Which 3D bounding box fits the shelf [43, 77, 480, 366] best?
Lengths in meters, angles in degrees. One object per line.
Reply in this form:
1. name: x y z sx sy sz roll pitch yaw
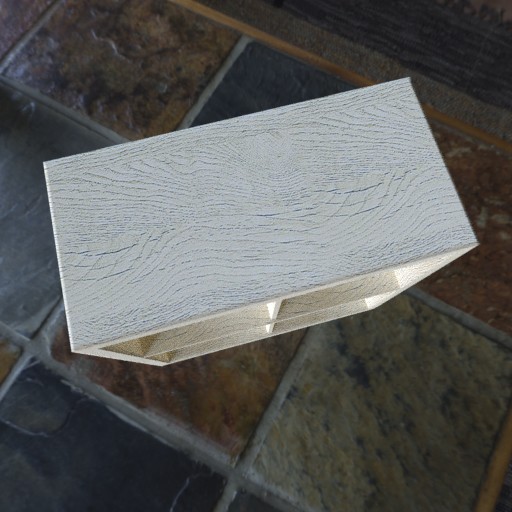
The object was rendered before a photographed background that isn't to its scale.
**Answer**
1. shelf: 0.000 0.000 1.254 0.790 0.786 0.390 -14 75 -4
